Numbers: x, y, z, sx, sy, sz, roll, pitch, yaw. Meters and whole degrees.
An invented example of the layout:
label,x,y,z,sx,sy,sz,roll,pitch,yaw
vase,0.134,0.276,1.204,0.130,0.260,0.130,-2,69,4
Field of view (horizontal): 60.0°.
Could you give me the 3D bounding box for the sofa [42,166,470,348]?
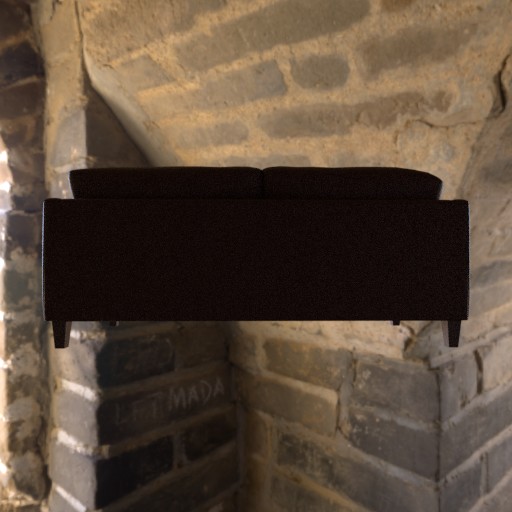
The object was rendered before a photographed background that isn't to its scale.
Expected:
label,x,y,z,sx,sy,sz,roll,pitch,yaw
sofa,0.000,0.000,2.463,1.971,0.863,0.923,0,-2,-1
